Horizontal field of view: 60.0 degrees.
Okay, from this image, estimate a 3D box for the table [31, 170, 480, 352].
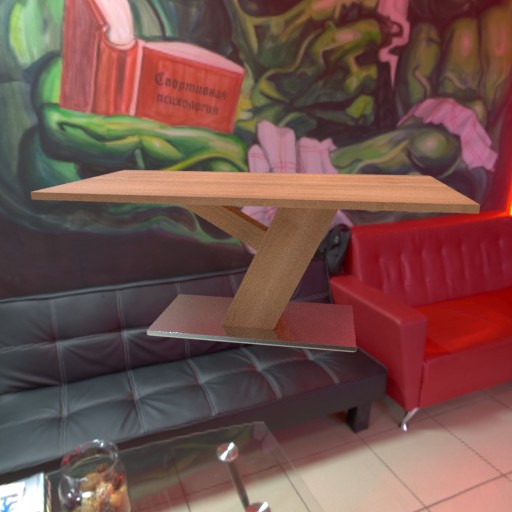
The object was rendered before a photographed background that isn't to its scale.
[{"bbox_3d":[0.000,0.000,2.282,1.800,0.750,0.900,3,17,9],"label":"table"}]
